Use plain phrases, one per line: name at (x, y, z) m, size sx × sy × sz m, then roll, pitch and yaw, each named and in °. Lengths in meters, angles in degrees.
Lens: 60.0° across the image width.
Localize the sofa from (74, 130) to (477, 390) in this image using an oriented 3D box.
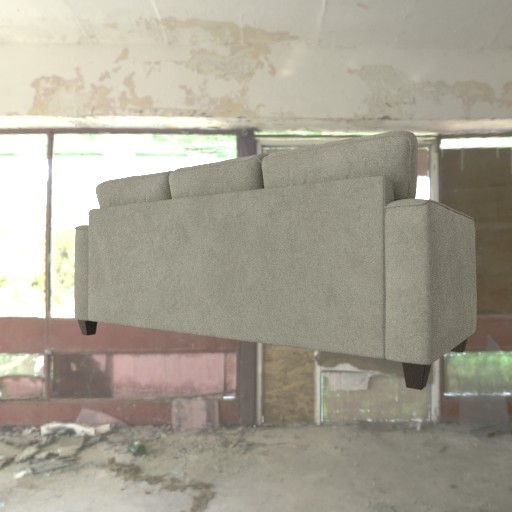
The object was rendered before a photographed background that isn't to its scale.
sofa at (0.000, 0.000, 2.494) m, size 2.133 × 0.965 × 0.939 m, roll 0°, pitch -1°, yaw 35°
